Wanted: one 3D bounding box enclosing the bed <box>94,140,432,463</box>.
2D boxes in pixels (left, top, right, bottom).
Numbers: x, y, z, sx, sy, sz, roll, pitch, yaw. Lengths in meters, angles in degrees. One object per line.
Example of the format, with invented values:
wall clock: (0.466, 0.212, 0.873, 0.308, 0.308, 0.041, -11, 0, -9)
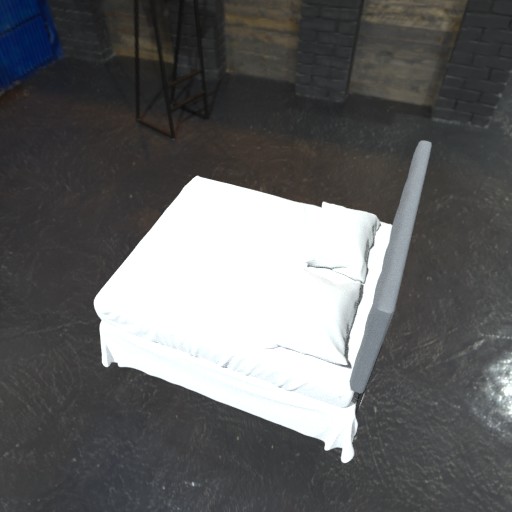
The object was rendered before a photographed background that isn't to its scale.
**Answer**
bed: (0.000, 0.000, 3.452, 2.222, 1.577, 1.936, 16, 48, 15)
